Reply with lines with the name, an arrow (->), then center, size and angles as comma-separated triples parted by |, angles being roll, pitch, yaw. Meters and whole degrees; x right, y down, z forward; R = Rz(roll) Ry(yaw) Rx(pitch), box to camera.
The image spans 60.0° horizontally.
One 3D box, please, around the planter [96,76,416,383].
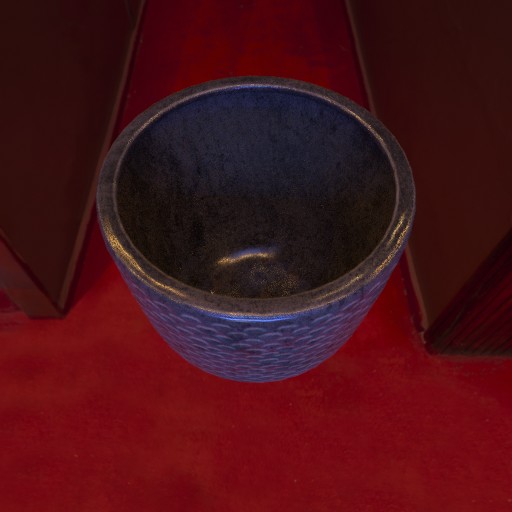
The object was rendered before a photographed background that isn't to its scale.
planter -> 0.000, 0.000, 0.352 | 0.197, 0.191, 0.197 | 0, 58, 0
